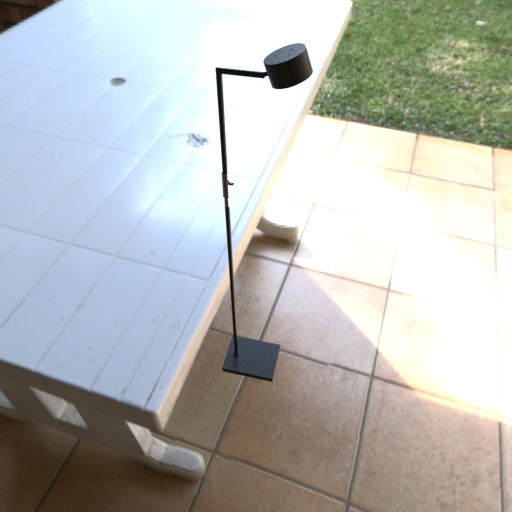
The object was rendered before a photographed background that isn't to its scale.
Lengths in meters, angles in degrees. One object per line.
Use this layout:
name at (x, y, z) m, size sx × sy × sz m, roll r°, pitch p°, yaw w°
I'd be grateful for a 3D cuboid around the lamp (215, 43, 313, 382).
lamp at (0.000, 0.000, 1.719) m, size 0.304 × 1.600 × 0.203 m, roll 10°, pitch 48°, yaw 9°
